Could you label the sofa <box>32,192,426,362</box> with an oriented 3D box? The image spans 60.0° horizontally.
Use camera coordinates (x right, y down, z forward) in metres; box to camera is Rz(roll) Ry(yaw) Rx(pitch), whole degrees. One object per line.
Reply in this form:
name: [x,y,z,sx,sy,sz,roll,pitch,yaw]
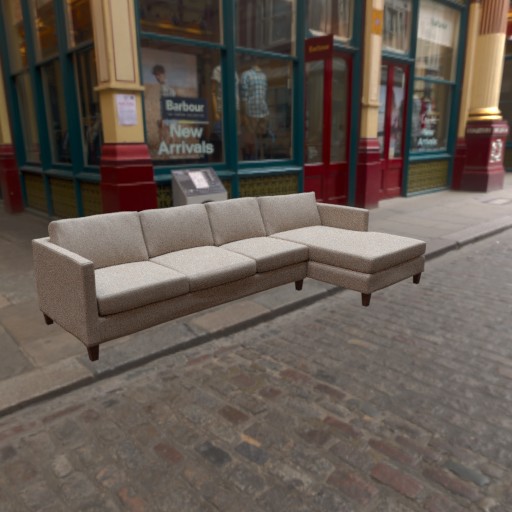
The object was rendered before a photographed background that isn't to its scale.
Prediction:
sofa: [0.000,0.000,3.902,3.186,0.846,1.625,-14,20,-42]
